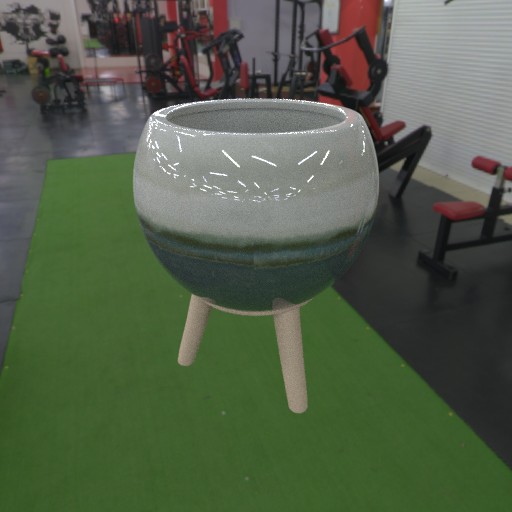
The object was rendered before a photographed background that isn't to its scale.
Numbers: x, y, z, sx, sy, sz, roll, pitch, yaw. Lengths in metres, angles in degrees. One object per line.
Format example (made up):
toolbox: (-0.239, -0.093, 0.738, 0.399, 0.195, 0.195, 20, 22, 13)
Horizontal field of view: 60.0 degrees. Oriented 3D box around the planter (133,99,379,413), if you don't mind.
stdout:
planter: (0.000, 0.000, 0.447, 0.222, 0.278, 0.222, 0, 27, 0)
